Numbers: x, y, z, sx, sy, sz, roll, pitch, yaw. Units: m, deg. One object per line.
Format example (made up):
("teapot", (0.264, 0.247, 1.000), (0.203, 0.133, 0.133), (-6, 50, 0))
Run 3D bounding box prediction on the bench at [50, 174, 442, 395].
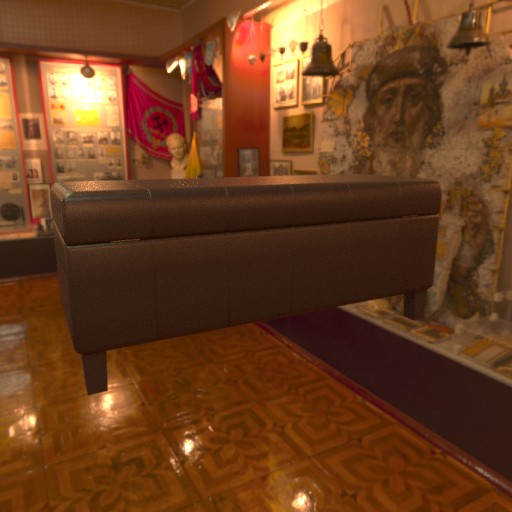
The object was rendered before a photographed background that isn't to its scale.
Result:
("bench", (0.000, 0.000, 1.353), (1.092, 0.457, 0.429), (-7, 15, -26))
